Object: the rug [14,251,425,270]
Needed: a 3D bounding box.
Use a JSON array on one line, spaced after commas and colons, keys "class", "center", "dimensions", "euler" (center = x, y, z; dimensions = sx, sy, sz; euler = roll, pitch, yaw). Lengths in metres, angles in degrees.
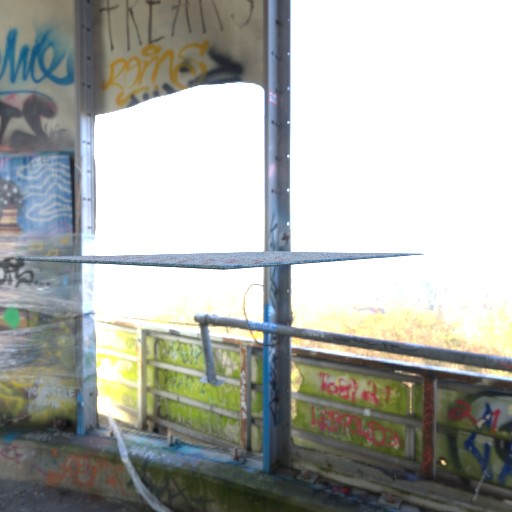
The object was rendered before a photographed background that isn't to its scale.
[{"class": "rug", "center": [0.000, 0.000, 2.975], "dimensions": [1.524, 0.015, 2.438], "euler": [1, 2, 37]}]
